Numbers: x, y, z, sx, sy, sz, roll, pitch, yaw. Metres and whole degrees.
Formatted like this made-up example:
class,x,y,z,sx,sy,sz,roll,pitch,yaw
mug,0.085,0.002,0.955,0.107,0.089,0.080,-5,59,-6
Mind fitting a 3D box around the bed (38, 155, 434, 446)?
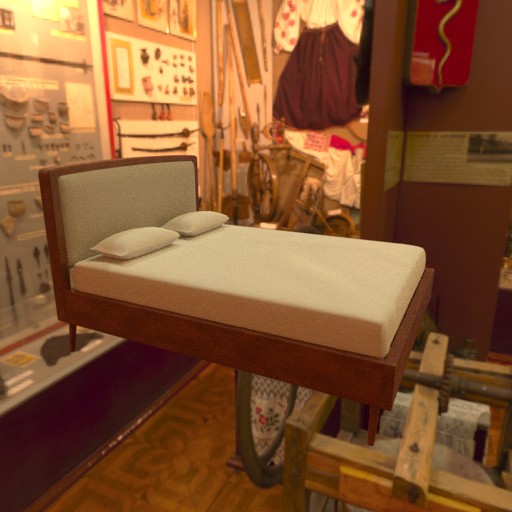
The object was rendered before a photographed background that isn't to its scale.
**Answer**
class,x,y,z,sx,sy,sz,roll,pitch,yaw
bed,0.000,0.000,3.082,2.196,1.275,1.587,8,18,26
